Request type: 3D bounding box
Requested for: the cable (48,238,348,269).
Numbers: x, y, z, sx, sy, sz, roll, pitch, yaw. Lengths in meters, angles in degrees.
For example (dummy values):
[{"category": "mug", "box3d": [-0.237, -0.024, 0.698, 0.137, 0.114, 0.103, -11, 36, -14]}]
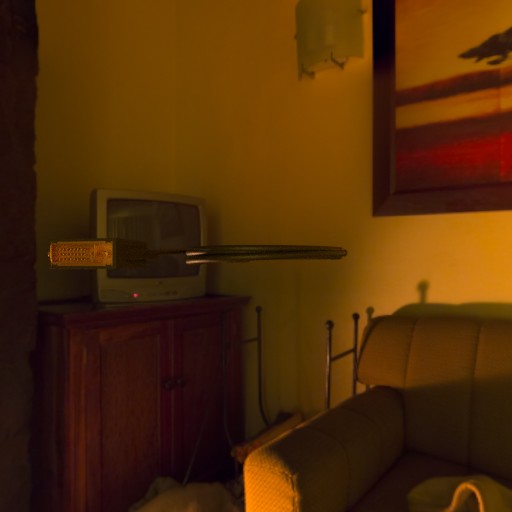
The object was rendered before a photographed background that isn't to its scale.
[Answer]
[{"category": "cable", "box3d": [0.000, 0.000, 0.331, 0.136, 0.015, 0.281, 0, -1, 18]}]
